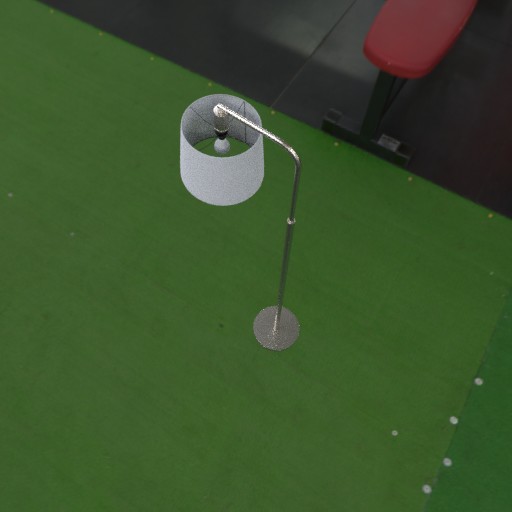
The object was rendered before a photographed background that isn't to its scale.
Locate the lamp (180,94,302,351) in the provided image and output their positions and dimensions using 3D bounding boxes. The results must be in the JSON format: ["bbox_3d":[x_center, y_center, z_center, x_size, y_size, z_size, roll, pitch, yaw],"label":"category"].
[{"bbox_3d":[0.000,0.000,1.749,0.508,1.478,0.254,31,68,14],"label":"lamp"}]
